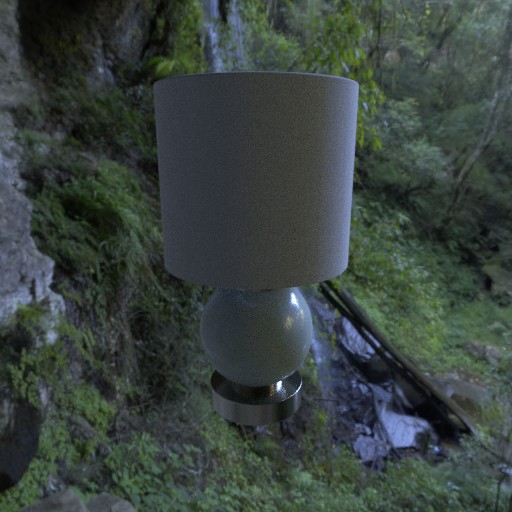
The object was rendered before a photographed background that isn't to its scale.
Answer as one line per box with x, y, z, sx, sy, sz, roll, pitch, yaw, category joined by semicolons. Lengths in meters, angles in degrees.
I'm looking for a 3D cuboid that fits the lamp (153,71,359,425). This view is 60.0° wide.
0.000;0.000;0.489;0.201;0.353;0.201;-2;15;-9;lamp
